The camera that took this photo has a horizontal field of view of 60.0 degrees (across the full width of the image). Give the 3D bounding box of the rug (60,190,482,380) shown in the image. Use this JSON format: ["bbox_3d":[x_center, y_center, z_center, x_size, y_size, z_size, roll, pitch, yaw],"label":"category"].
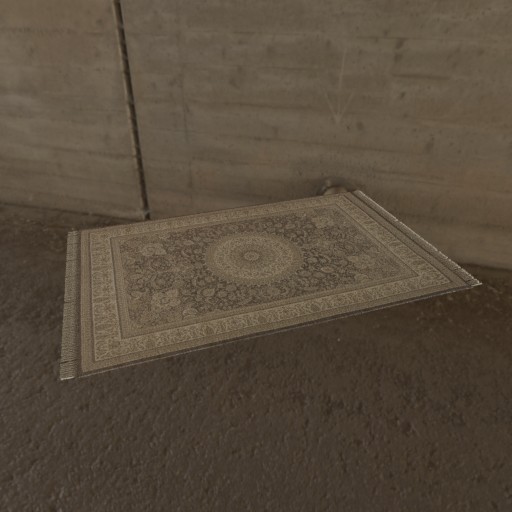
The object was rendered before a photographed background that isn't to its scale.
[{"bbox_3d":[0.000,0.000,3.008,2.440,0.010,1.528,-10,33,-16],"label":"rug"}]
